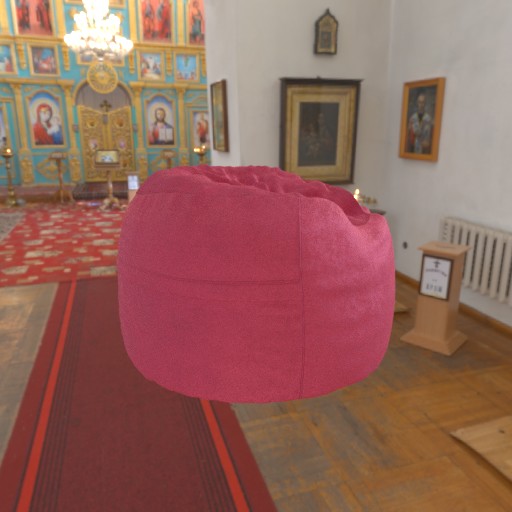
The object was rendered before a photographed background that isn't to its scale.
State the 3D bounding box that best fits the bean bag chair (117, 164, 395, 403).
[{"bbox_3d":[0.000,0.000,2.000,1.218,0.788,1.218,0,14,0],"label":"bean bag chair"}]
